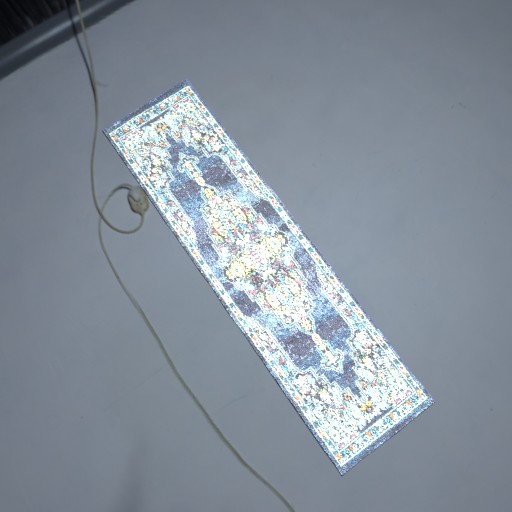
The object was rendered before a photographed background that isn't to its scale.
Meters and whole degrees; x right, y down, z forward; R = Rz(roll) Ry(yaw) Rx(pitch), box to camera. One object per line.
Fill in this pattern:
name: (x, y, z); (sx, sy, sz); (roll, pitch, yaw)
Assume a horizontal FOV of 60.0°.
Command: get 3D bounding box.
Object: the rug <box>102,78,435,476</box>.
rug: (0.000, 0.000, 2.410); (0.602, 0.016, 2.283); (-35, 79, -8)
